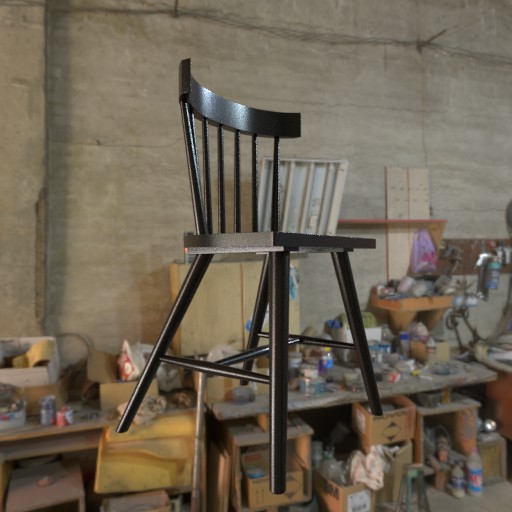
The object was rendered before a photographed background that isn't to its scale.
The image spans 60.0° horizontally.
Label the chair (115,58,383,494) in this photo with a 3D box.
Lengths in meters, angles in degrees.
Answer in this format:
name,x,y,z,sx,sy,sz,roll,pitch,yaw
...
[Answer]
name,x,y,z,sx,sy,sz,roll,pitch,yaw
chair,0.000,0.000,1.124,0.483,0.844,0.506,0,0,37
